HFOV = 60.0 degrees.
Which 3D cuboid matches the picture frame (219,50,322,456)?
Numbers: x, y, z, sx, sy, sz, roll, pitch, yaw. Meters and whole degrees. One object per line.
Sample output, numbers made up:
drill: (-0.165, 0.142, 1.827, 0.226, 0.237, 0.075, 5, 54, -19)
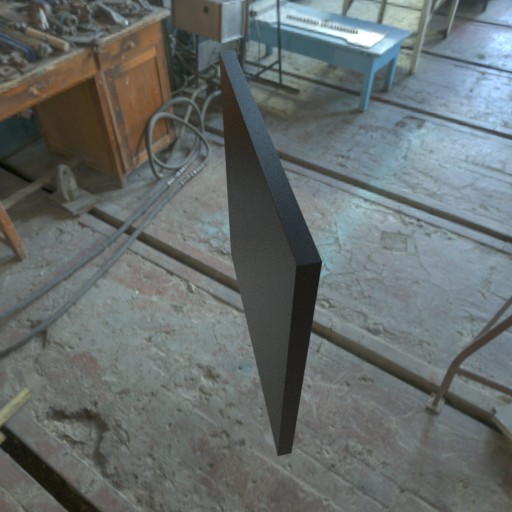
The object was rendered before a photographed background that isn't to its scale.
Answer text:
picture frame: (0.000, 0.000, 0.856, 0.029, 0.557, 0.559, -9, 47, -8)
